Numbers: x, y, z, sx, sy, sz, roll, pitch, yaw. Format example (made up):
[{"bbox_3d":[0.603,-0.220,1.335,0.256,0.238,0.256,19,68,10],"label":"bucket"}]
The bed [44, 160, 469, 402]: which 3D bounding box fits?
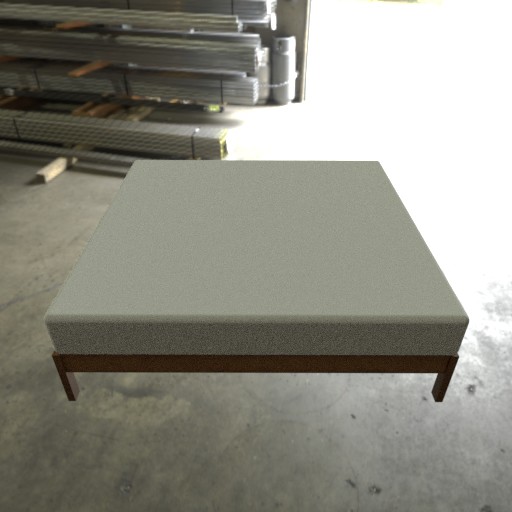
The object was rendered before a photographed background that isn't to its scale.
[{"bbox_3d":[0.000,0.000,3.047,2.049,0.616,1.930,0,35,0],"label":"bed"}]
